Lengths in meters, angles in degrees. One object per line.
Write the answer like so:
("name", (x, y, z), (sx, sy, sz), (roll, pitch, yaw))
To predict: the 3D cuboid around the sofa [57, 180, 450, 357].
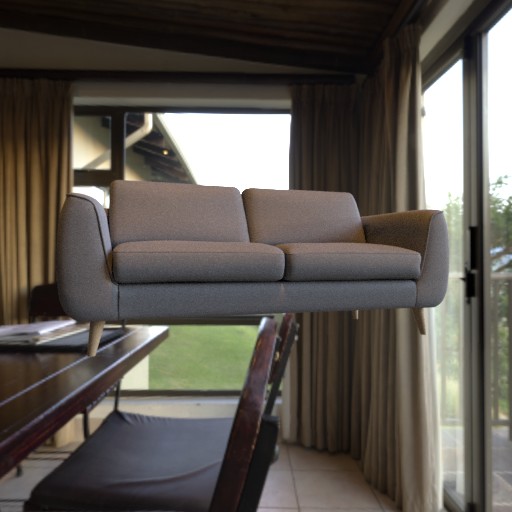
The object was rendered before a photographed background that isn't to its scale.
("sofa", (0.000, 0.000, 2.548), (2.000, 0.870, 0.920), (0, -1, -19))
